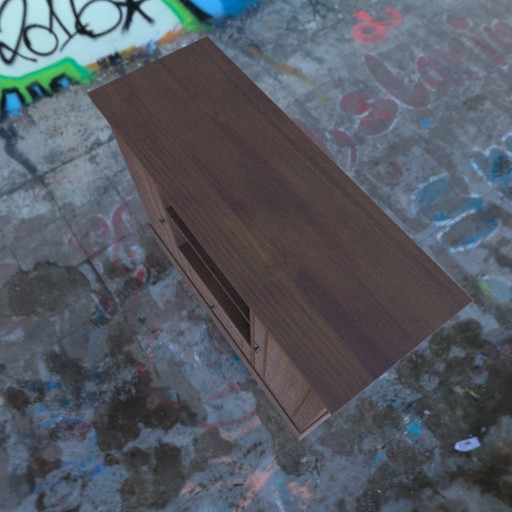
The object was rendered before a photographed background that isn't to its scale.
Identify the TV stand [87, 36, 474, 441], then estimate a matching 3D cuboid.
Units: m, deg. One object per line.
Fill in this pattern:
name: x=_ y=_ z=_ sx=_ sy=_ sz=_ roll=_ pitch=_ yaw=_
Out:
TV stand: x=0.000 y=0.000 z=1.475 sx=0.406 sy=0.813 sz=1.067 roll=-33 pitch=68 yaw=-15
